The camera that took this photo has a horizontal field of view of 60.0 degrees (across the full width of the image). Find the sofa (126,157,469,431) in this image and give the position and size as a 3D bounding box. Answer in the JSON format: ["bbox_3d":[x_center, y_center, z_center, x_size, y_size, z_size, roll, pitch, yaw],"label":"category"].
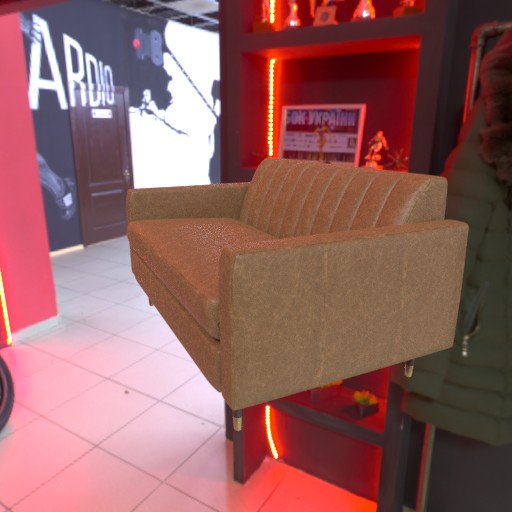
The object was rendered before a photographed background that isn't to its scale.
[{"bbox_3d":[0.000,0.000,2.087,0.960,0.820,1.549,-8,18,-25],"label":"sofa"}]
